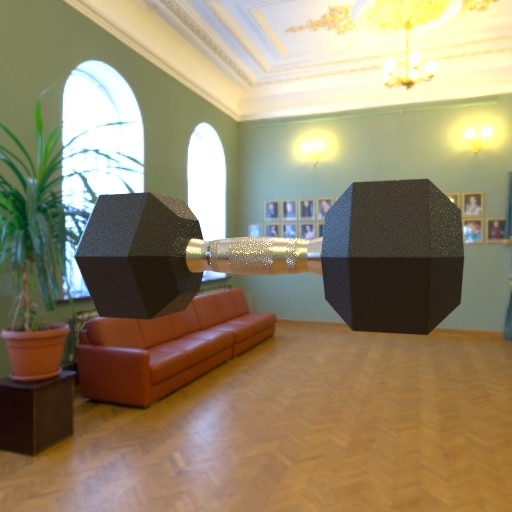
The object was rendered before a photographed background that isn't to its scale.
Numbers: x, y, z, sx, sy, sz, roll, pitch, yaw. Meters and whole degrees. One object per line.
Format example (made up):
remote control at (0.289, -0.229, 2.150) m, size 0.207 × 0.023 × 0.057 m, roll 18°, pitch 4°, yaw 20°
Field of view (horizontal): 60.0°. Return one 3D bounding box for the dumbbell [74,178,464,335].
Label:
dumbbell at (0.000, 0.000, 0.428) m, size 0.356 × 0.123 × 0.141 m, roll 0°, pitch 1°, yaw 18°
